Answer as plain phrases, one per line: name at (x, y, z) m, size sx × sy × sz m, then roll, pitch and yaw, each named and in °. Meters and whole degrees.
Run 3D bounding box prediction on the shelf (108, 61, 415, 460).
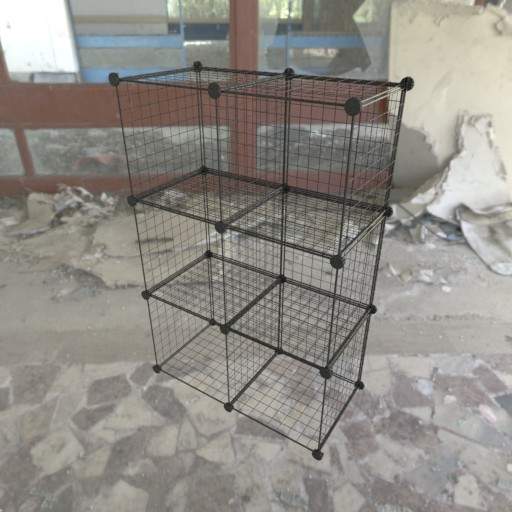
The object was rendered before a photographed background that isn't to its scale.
shelf at (0.000, 0.000, 1.398) m, size 0.711 × 1.067 × 0.356 m, roll 18°, pitch 34°, yaw 29°
